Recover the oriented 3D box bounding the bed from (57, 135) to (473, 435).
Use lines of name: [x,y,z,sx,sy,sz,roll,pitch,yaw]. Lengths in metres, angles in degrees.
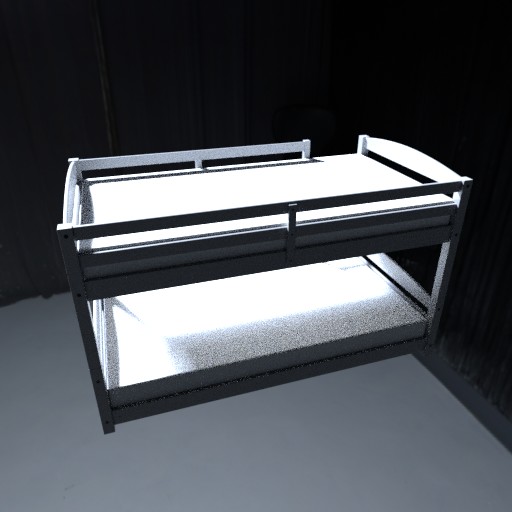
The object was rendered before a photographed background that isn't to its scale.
bed: [0.000,0.000,2.745,2.013,1.206,1.105,-9,29,-16]
